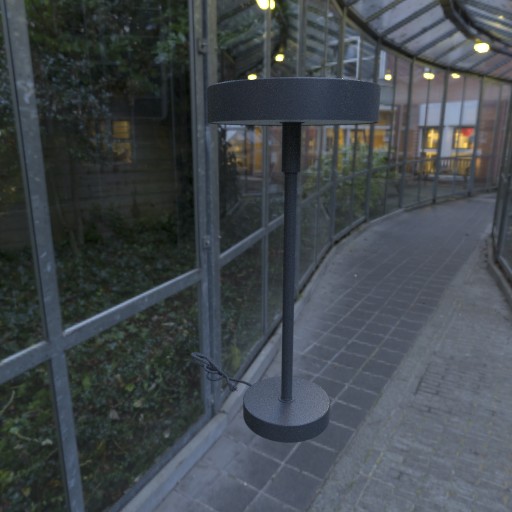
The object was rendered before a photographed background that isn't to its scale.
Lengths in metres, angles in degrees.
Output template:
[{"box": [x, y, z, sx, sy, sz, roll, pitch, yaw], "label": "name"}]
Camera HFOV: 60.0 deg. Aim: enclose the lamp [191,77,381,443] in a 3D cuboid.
[{"box": [0.000, 0.000, 0.706, 0.229, 0.508, 0.369, -14, 20, -43], "label": "lamp"}]
